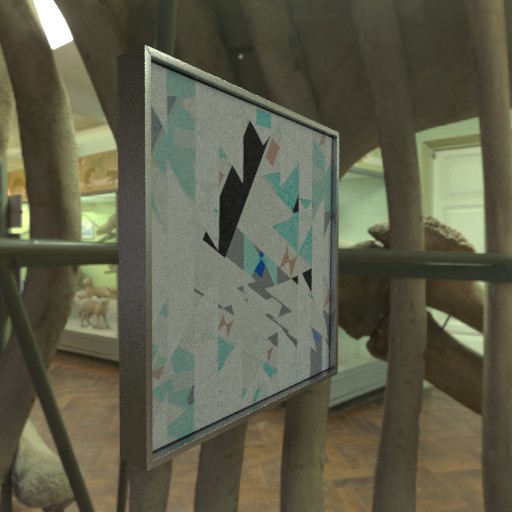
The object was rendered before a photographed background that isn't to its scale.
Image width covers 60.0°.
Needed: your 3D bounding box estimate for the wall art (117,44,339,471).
[{"bbox_3d":[0.000,0.000,0.514,0.038,0.350,0.350,1,2,37],"label":"wall art"}]
